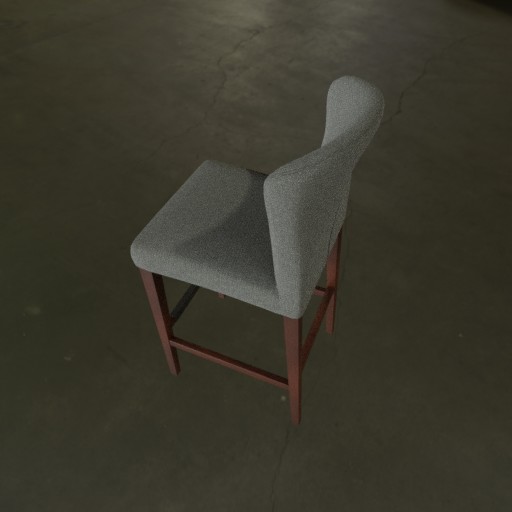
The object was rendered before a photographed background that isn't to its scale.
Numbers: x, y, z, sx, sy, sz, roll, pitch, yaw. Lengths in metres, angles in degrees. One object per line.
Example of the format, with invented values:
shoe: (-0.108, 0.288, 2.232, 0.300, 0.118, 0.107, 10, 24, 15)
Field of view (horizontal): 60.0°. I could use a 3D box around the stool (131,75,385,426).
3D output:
stool: (0.000, 0.000, 1.373, 0.568, 1.069, 0.486, 17, 48, 16)
